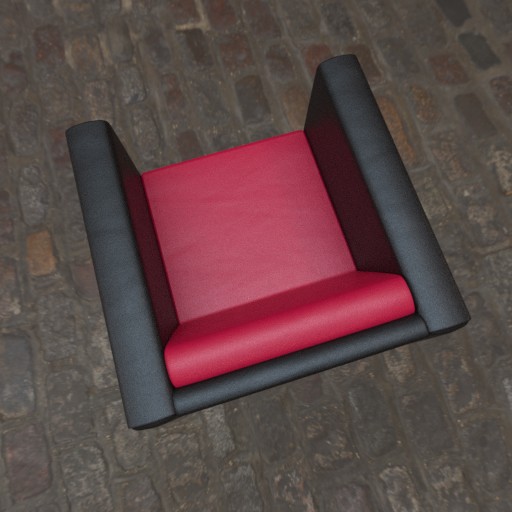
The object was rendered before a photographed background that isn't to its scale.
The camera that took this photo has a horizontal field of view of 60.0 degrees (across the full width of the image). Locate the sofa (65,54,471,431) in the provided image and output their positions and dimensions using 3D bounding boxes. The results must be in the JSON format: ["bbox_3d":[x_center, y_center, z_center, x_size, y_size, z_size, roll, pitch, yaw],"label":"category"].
[{"bbox_3d":[0.000,0.000,1.437,0.839,0.724,0.809,-16,75,-5],"label":"sofa"}]
